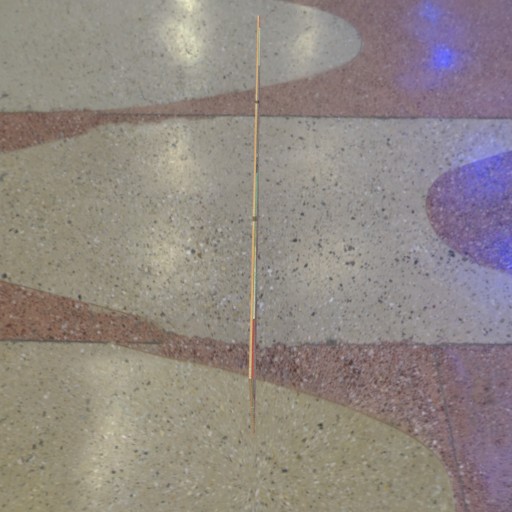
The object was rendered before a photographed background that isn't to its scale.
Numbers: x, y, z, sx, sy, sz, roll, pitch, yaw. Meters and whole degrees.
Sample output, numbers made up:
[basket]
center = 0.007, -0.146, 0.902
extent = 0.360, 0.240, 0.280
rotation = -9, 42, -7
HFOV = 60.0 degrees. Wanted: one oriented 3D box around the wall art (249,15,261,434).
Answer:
[wall art]
center = 0.000, 0.000, 2.213
extent = 0.013, 1.519, 1.521
rotation = 1, 63, 0
